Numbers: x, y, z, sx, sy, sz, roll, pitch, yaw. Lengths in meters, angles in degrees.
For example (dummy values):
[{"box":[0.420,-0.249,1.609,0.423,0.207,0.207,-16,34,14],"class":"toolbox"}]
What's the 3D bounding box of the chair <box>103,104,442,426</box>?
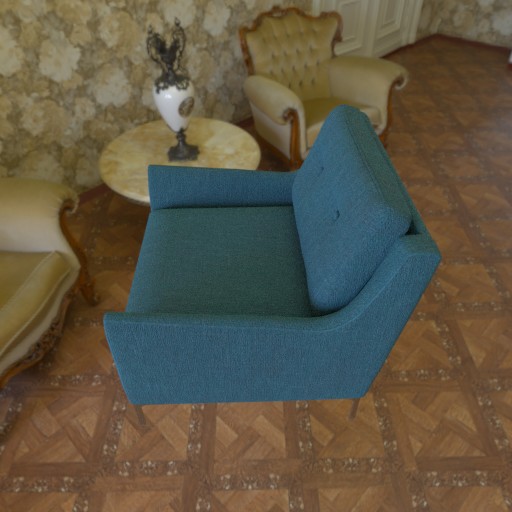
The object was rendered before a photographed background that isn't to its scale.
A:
[{"box":[0.000,0.000,1.546,0.849,0.828,0.847,-1,41,-1],"class":"chair"}]
